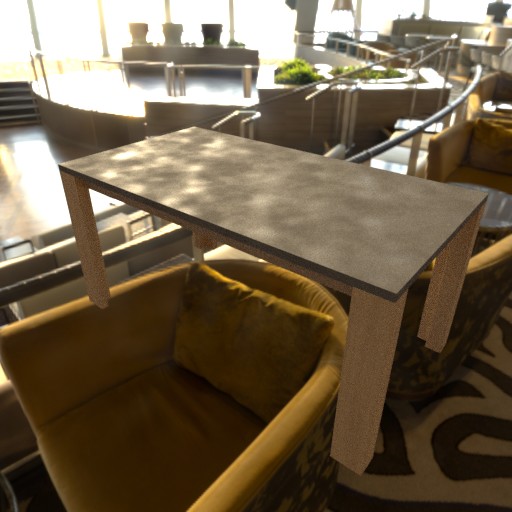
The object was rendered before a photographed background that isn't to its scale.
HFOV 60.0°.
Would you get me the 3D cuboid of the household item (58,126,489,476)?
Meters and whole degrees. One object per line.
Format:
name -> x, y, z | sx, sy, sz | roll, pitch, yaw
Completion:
household item -> 0.000, 0.000, 2.032 | 1.600, 0.755, 0.850 | 22, 37, 33
